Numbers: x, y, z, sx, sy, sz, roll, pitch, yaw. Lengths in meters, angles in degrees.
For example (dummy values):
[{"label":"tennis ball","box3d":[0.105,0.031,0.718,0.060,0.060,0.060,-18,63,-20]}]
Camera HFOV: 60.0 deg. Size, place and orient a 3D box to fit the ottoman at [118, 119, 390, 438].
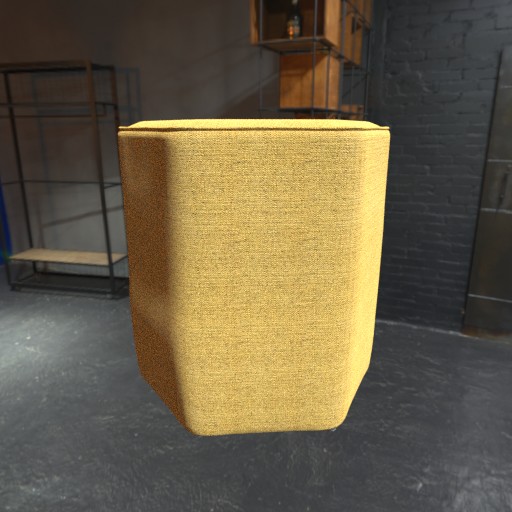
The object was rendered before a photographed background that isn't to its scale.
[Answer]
[{"label":"ottoman","box3d":[0.000,0.000,0.863,0.443,0.502,0.494,8,18,25]}]
